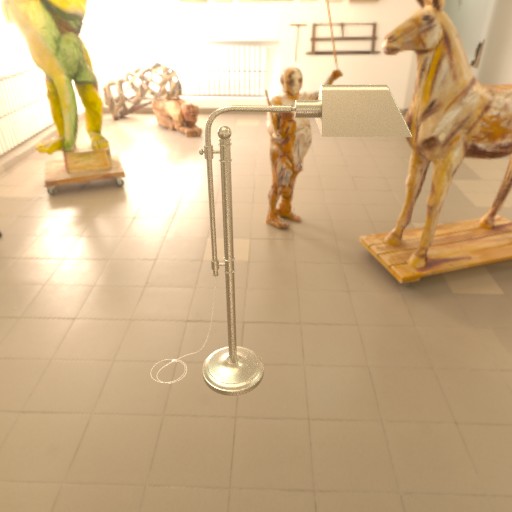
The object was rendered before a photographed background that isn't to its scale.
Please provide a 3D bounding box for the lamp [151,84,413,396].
[{"bbox_3d":[0.000,0.000,0.967,0.546,0.708,0.159,1,31,1],"label":"lamp"}]
